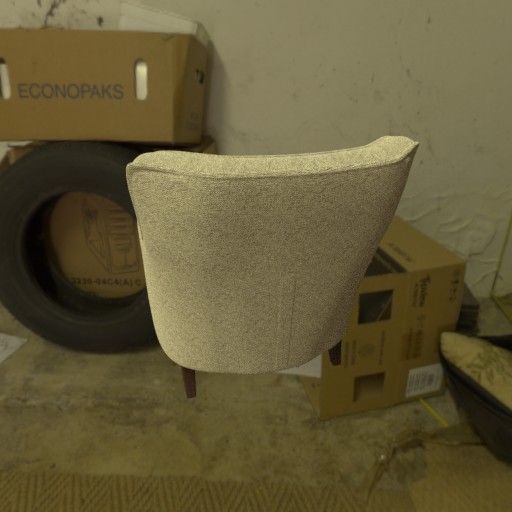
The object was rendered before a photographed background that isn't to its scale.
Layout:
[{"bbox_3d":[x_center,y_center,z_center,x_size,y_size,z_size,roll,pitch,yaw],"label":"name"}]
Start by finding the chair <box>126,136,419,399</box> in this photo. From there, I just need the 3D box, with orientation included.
[{"bbox_3d":[0.000,0.000,1.649,0.820,0.920,0.910,-8,27,-16],"label":"chair"}]
